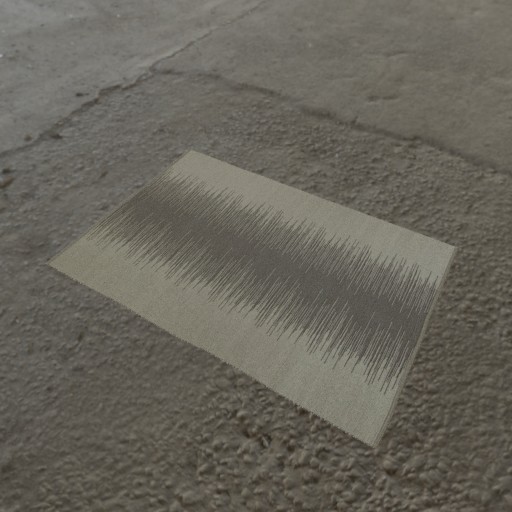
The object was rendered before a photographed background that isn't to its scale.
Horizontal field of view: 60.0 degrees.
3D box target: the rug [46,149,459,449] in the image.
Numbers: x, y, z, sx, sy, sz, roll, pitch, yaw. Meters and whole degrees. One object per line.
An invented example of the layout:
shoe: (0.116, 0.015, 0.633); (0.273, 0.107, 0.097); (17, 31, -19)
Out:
rug: (0.000, 0.000, 2.333); (1.815, 0.007, 1.226); (24, 51, 21)
